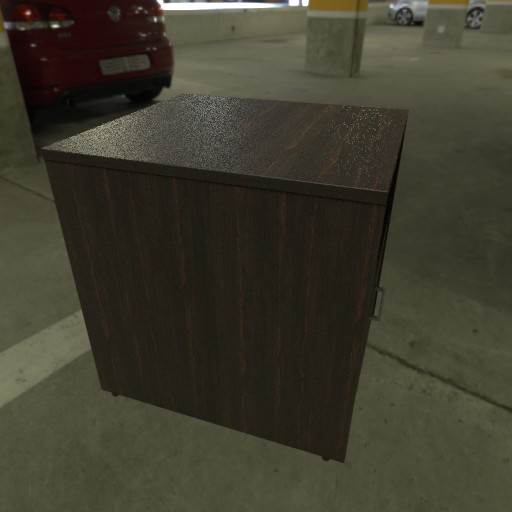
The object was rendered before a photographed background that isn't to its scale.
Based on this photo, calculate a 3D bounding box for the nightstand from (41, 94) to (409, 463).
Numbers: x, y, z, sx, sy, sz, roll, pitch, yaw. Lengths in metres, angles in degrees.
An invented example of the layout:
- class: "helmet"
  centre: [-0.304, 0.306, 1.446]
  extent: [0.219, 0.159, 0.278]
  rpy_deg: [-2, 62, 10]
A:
- class: "nightstand"
  centre: [0.000, 0.000, 0.797]
  extent: [0.461, 0.460, 0.400]
  rpy_deg: [10, 32, 17]
